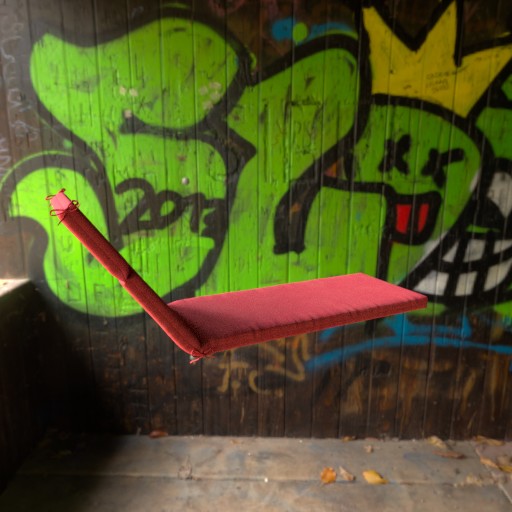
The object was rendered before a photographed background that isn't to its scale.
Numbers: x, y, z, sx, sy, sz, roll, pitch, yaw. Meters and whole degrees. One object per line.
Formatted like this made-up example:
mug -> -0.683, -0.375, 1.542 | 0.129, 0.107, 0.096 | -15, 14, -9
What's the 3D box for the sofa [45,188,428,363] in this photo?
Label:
sofa -> 0.000, 0.000, 1.995 | 1.663, 0.622, 0.582 | -7, 15, -26
